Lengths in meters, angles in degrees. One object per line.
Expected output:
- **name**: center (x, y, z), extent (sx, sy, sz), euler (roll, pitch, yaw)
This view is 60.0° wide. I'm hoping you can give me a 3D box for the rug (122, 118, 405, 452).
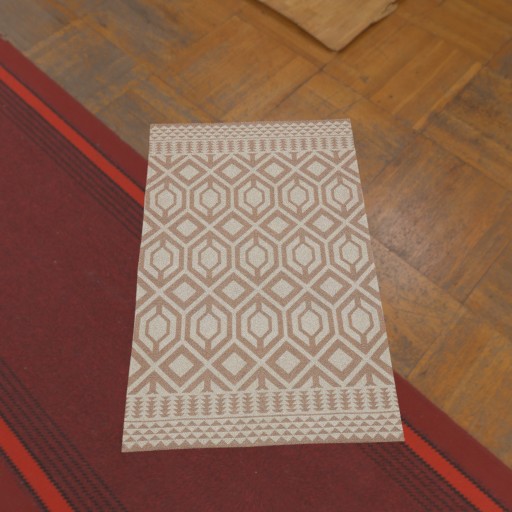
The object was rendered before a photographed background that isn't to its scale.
- **rug**: center (0.000, 0.000, 2.309), extent (1.219, 0.008, 1.829), euler (-2, 64, -1)
